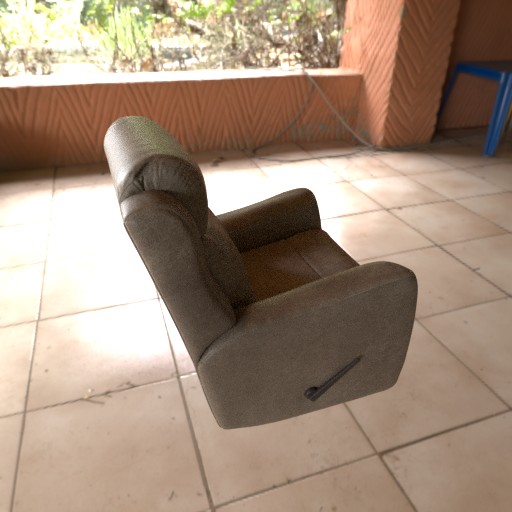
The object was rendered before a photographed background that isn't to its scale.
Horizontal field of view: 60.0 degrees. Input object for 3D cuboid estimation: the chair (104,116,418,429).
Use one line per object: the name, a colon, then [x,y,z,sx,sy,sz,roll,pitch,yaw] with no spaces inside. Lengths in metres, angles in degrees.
chair: [0.000,0.000,1.892,1.068,1.116,0.967,-10,31,-17]
